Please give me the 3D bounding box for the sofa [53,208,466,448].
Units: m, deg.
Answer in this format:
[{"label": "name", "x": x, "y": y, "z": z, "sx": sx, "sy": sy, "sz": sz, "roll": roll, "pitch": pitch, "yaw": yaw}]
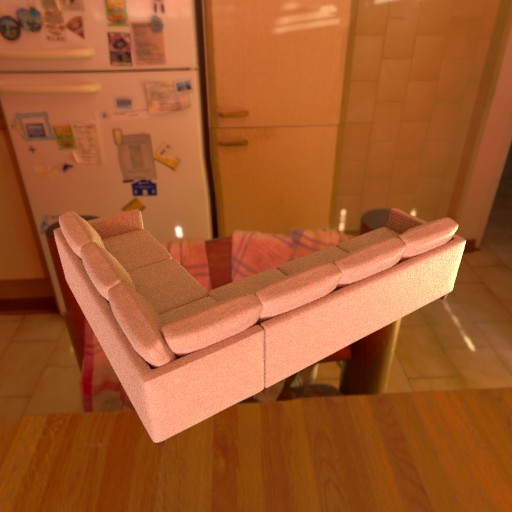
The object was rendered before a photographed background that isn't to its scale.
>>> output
[{"label": "sofa", "x": 0.000, "y": 0.000, "z": 4.514, "sx": 3.333, "sy": 0.934, "sz": 2.522, "roll": -19, "pitch": 36, "yaw": -28}]
